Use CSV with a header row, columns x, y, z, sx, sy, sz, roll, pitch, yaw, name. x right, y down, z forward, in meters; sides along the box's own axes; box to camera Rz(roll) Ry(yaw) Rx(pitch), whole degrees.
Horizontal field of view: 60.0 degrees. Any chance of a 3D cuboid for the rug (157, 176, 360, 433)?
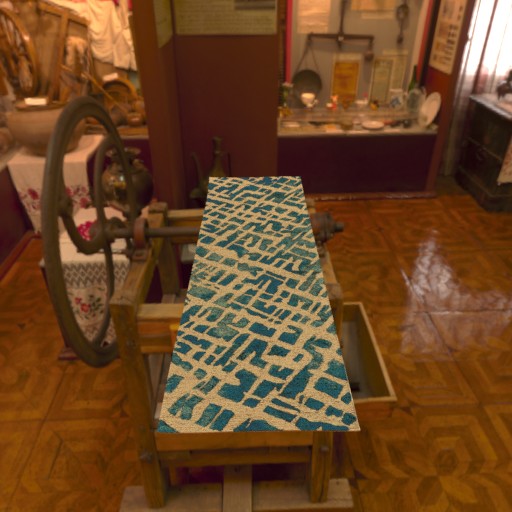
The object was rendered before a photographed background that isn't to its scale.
x,y,z,sx,sy,sz,roll,pitch,yaw,name
0.000,0.000,2.697,0.768,0.011,2.446,0,33,0,rug
